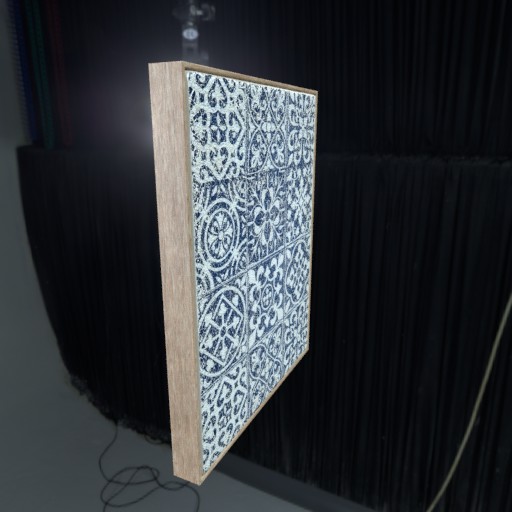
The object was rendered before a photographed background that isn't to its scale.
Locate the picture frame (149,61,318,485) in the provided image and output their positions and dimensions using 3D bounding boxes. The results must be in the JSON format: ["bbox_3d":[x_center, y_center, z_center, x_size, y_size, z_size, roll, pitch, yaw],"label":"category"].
[{"bbox_3d":[0.000,0.000,0.714,0.043,0.526,0.424,8,18,25],"label":"picture frame"}]
